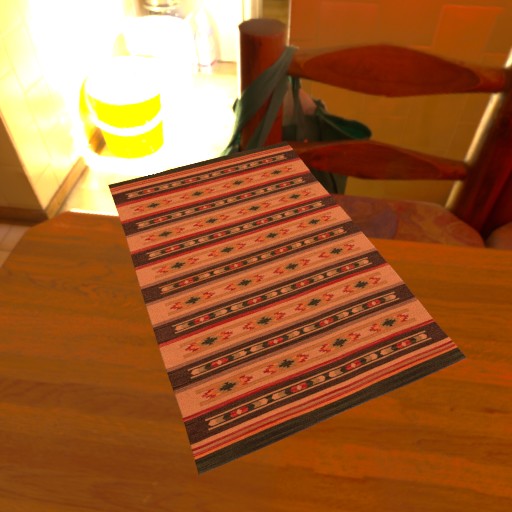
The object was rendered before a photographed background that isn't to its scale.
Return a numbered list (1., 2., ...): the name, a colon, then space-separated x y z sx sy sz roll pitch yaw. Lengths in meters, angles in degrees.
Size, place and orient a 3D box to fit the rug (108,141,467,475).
1. rug: 0.000 0.000 2.331 1.221 0.009 1.825 -17 50 -15
